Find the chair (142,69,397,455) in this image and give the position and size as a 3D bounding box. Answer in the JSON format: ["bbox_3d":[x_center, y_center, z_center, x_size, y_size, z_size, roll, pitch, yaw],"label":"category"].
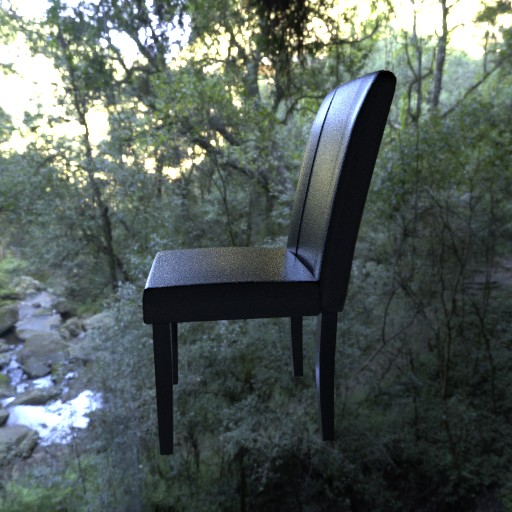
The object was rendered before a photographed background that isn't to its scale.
[{"bbox_3d":[0.000,0.000,1.184,0.556,0.897,0.399,-2,13,-8],"label":"chair"}]
